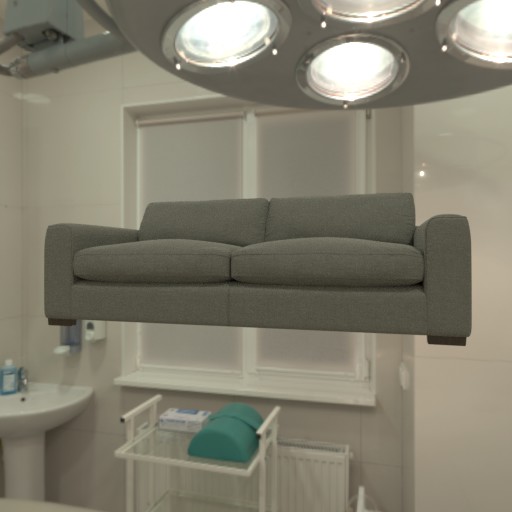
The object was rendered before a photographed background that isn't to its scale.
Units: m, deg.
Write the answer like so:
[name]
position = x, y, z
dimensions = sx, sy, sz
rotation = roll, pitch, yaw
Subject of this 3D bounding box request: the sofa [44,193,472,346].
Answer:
[sofa]
position = 0.000, 0.000, 2.720
dimensions = 2.262, 0.801, 1.070
rotation = 0, 0, 16
